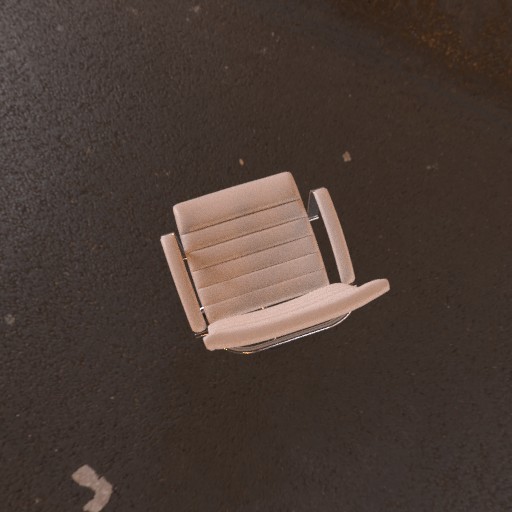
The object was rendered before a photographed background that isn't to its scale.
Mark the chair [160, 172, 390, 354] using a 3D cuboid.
[{"bbox_3d":[0.000,0.000,1.595,0.679,1.149,0.679,-17,75,-5],"label":"chair"}]
